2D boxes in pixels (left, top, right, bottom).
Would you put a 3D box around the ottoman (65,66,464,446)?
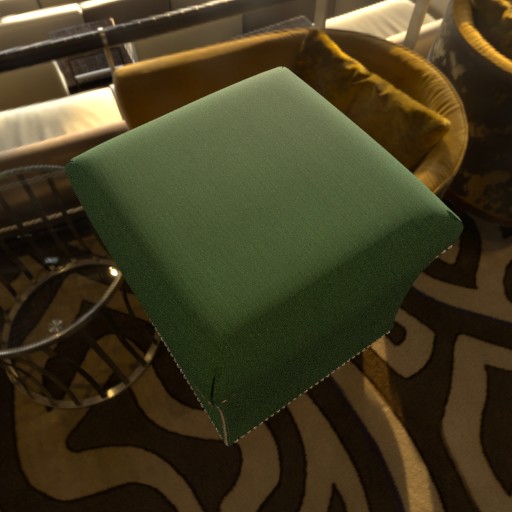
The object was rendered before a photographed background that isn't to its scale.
[{"bbox_3d":[0.000,0.000,0.900,0.497,0.475,0.507,-30,63,-17],"label":"ottoman"}]
